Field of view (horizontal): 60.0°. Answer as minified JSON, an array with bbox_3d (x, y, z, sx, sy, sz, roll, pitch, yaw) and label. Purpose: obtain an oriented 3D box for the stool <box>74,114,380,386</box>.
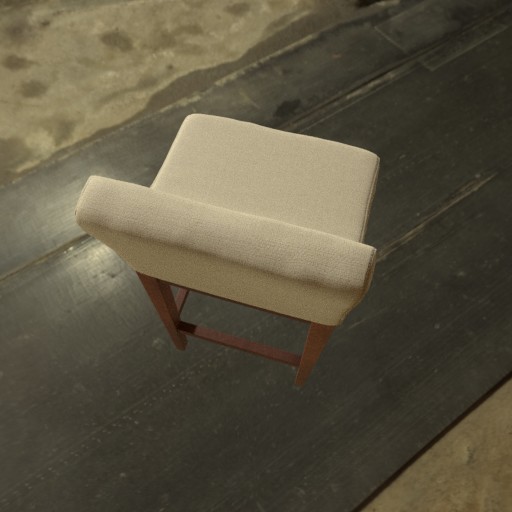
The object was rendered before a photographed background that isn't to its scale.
[{"bbox_3d":[0.000,0.000,1.209,0.511,0.937,0.500,15,64,8],"label":"stool"}]
